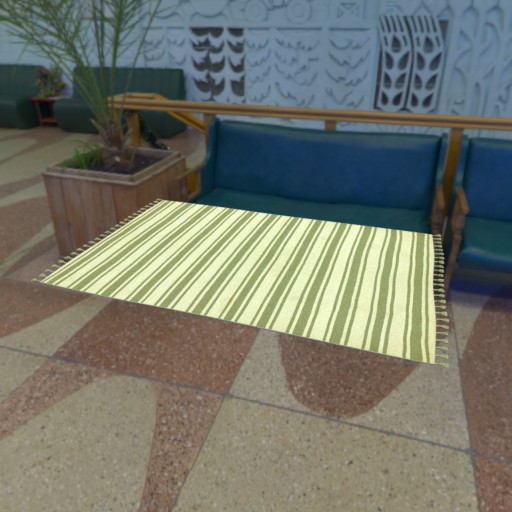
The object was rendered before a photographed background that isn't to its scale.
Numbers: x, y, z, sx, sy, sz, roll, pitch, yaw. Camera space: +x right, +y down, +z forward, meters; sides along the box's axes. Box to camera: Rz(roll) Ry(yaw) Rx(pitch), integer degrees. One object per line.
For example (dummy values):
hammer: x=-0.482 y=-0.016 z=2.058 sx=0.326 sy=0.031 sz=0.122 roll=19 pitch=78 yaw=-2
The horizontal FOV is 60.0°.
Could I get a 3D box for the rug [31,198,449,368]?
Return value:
rug: x=0.000 y=0.000 z=3.030 sx=2.435 sy=0.018 sz=1.540 roll=9 pitch=29 yaw=17
